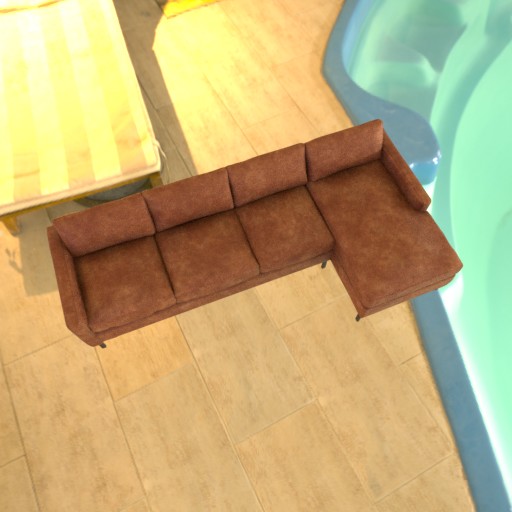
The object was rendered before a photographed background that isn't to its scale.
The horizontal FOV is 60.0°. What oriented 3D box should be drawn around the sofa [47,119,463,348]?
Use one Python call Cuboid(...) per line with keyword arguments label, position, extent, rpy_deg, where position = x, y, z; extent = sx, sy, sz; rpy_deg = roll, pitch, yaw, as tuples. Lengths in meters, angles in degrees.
Cuboid(label="sofa", position=(0.000, 0.000, 3.601), extent=(2.993, 0.859, 1.471), rpy_deg=(-19, 64, -10))
